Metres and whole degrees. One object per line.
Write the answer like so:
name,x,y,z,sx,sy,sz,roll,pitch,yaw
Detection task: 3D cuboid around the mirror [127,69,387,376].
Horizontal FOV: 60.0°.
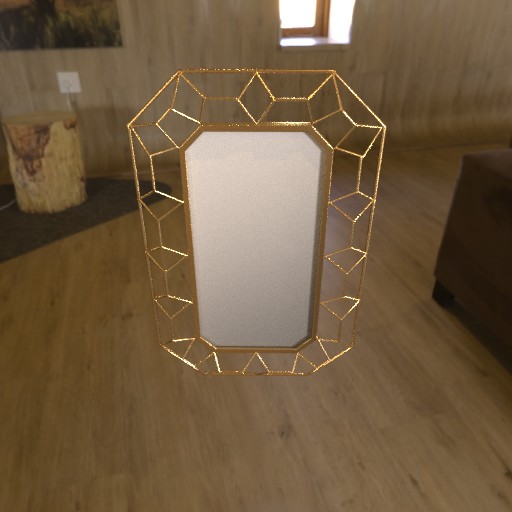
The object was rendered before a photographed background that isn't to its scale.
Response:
mirror,0.000,0.000,1.118,0.572,0.870,0.051,0,30,1
